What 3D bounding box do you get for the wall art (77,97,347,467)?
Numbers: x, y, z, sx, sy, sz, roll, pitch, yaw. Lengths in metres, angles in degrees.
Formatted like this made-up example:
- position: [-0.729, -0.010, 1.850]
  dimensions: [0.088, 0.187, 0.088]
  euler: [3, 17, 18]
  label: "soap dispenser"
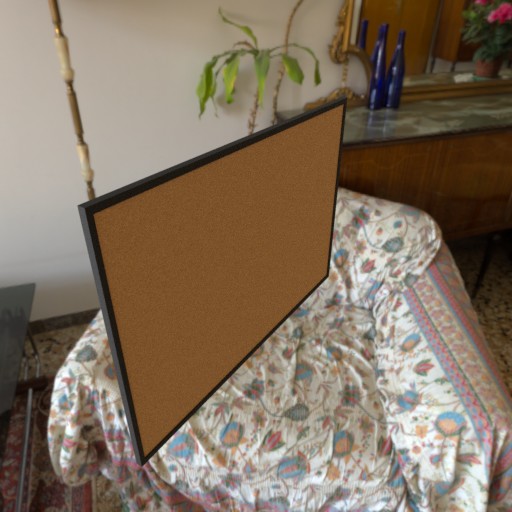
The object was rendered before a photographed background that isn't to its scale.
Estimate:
- position: [0.000, 0.000, 0.830]
  dimensions: [0.013, 0.458, 0.664]
  euler: [20, 37, 29]
  label: "wall art"
